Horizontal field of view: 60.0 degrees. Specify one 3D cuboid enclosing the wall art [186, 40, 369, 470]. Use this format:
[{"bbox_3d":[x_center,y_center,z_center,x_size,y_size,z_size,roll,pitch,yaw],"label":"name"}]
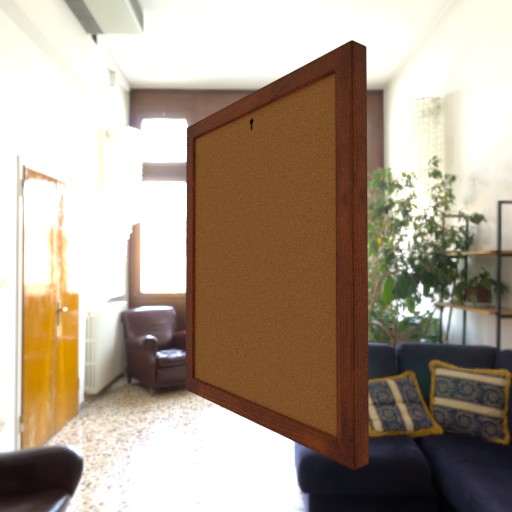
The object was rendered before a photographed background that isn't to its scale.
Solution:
[{"bbox_3d":[0.000,0.000,0.767,0.030,0.558,0.462,1,-2,-37],"label":"wall art"}]
